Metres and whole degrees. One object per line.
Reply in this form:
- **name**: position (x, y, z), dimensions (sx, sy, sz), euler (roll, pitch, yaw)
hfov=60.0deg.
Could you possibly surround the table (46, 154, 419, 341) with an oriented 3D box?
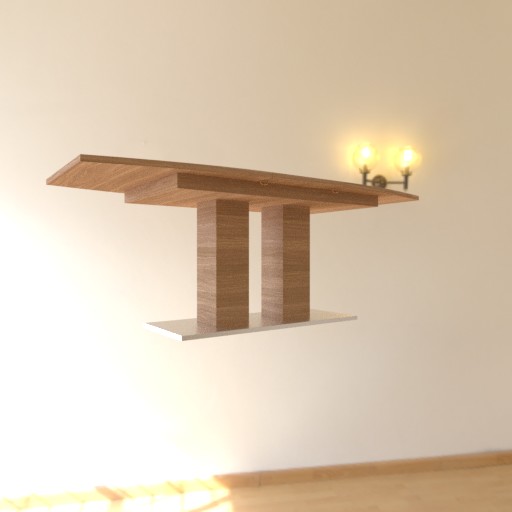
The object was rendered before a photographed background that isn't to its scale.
- **table**: position (0.000, 0.000, 2.473), dimensions (2.032, 0.750, 0.900), euler (0, 0, -35)
